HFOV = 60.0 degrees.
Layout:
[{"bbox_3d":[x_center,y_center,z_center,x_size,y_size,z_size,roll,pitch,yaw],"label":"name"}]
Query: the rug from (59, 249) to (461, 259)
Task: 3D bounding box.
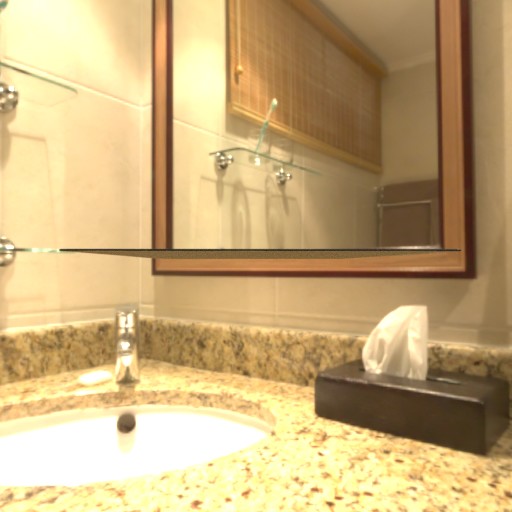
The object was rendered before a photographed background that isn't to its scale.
[{"bbox_3d":[0.000,0.000,4.337,2.432,0.018,3.342,0,-1,-1],"label":"rug"}]
